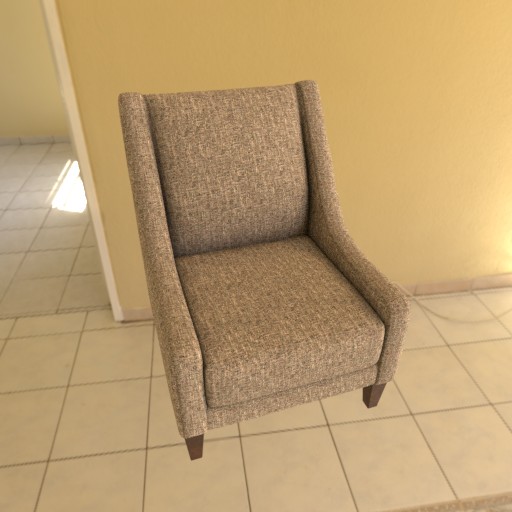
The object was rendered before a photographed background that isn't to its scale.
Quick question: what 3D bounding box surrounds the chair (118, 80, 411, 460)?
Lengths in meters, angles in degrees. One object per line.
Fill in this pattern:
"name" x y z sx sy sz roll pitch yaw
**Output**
"chair" 0.000 0.000 1.588 0.774 1.014 0.870 -10 34 -15
